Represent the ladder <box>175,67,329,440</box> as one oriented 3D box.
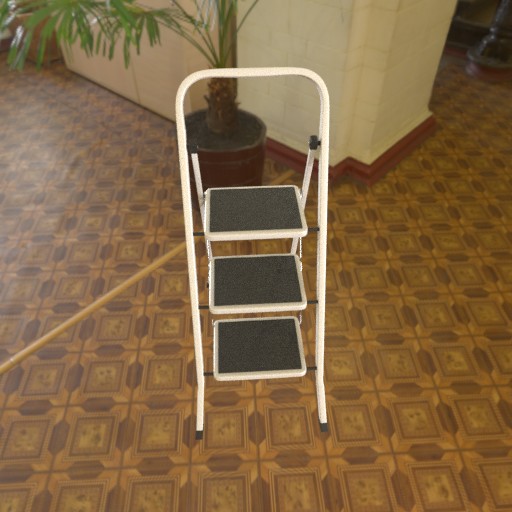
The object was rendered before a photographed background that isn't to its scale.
[{"bbox_3d":[0.000,0.000,1.414,0.460,1.050,0.711,-2,45,-3],"label":"ladder"}]
